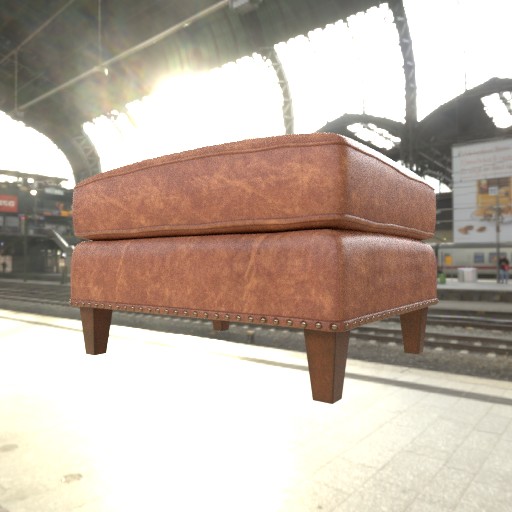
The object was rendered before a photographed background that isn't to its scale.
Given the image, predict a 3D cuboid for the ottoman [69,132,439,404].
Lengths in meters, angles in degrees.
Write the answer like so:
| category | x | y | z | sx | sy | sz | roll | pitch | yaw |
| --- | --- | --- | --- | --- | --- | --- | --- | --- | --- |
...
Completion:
| category | x | y | z | sx | sy | sz | roll | pitch | yaw |
| --- | --- | --- | --- | --- | --- | --- | --- | --- | --- |
| ottoman | 0.000 | 0.000 | 1.113 | 0.742 | 0.486 | 0.586 | -1 | -1 | 36 |
